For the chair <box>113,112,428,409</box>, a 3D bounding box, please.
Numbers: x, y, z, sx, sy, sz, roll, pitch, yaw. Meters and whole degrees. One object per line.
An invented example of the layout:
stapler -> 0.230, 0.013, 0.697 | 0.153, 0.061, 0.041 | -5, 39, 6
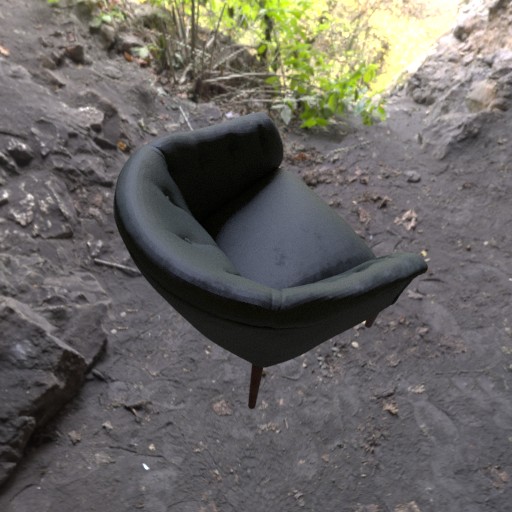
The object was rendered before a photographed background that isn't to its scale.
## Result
chair -> 0.000, 0.000, 1.549 | 0.776, 0.885, 0.851 | -32, 64, -18
